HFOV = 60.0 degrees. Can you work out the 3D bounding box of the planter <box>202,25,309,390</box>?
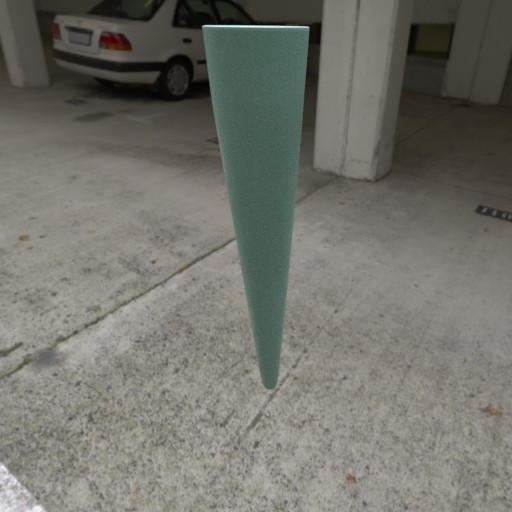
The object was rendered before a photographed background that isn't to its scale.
[{"bbox_3d":[0.000,0.000,0.290,0.054,0.268,0.055,18,34,30],"label":"planter"}]
